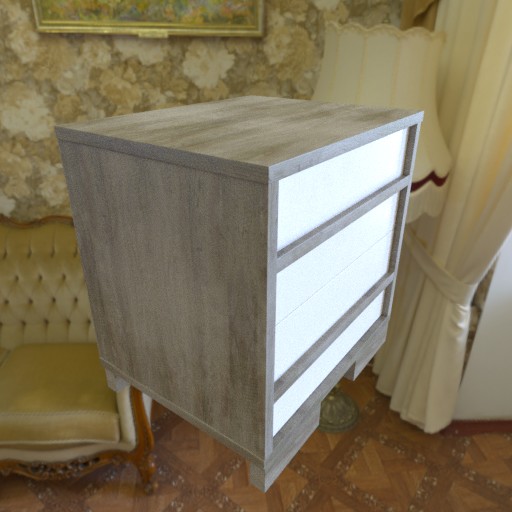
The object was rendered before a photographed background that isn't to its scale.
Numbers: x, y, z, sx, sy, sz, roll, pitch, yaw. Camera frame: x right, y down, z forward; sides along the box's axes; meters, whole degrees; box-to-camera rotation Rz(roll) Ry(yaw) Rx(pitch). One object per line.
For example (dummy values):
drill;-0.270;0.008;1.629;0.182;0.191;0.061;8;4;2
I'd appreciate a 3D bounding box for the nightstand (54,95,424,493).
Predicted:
nightstand;0.000;0.000;0.741;0.347;0.448;0.427;18;32;33
